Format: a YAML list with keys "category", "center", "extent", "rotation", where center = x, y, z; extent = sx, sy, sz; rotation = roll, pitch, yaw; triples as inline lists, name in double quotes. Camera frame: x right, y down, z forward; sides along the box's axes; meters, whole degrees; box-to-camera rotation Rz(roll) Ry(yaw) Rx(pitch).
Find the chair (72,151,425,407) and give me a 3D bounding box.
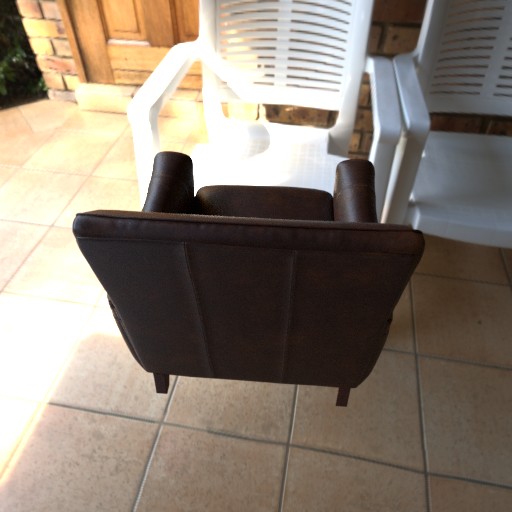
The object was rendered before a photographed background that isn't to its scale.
- category: "chair"
  center: [0.000, 0.000, 1.598]
  extent: [0.870, 0.943, 0.823]
  rotation: [3, 46, 3]
